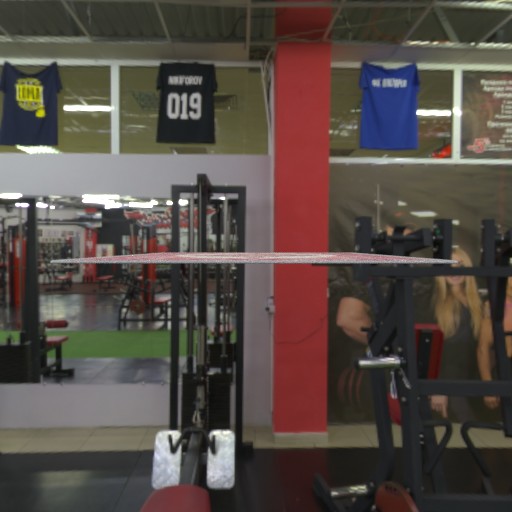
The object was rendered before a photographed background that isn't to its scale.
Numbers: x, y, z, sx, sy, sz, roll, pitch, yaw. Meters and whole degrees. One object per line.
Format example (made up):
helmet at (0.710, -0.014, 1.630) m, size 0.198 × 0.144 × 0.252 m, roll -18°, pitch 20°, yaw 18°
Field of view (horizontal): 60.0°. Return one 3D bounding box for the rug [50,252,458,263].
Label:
rug at (0.000, 0.000, 4.200) m, size 2.447 × 0.017 × 3.123 m, roll 0°, pitch 1°, yaw 1°
